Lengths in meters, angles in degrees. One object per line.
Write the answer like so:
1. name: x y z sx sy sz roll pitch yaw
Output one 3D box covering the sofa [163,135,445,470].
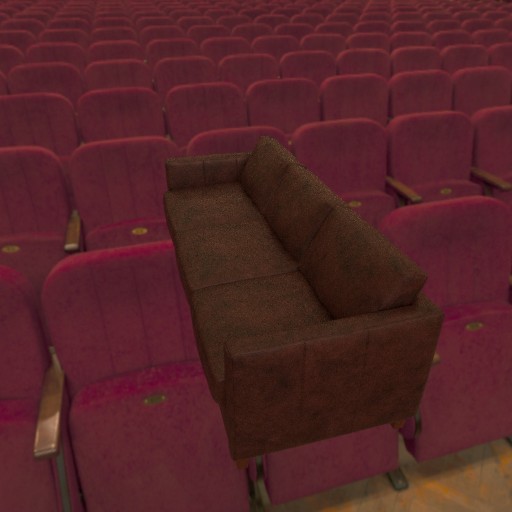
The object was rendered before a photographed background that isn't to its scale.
1. sofa: 0.000 0.000 2.963 1.045 1.006 2.464 -8 32 -14
